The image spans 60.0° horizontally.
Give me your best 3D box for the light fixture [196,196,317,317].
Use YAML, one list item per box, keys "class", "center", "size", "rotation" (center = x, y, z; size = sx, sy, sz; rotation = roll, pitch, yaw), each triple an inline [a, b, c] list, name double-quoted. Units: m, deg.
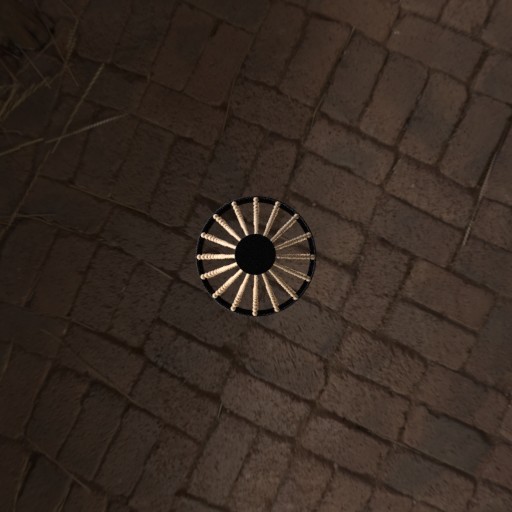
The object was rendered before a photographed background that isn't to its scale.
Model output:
- class: "light fixture"
  center: [0.000, 0.000, 1.403]
  size: [0.450, 1.133, 0.450]
  rotation: [0, 90, 0]
